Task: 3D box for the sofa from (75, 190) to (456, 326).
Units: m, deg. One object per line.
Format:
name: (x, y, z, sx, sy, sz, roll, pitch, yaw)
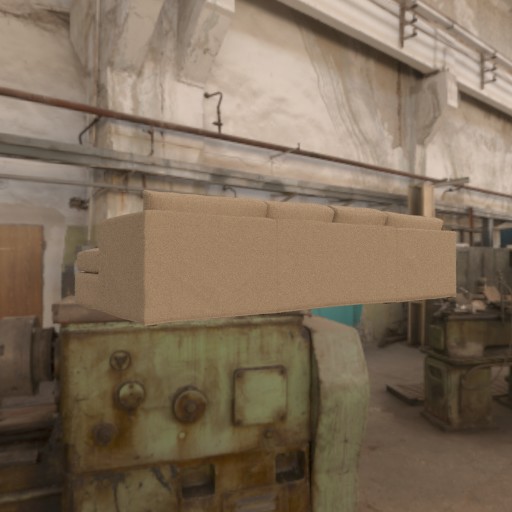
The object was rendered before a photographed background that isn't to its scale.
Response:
sofa: (0.000, 0.000, 4.608, 3.460, 0.882, 2.427, 0, 0, -36)
